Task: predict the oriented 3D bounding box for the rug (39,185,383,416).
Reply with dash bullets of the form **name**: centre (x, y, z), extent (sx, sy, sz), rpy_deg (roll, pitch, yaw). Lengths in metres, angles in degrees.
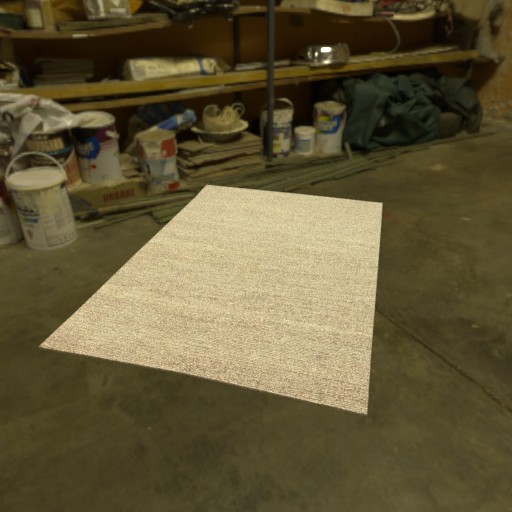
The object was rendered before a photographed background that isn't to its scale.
- **rug**: centre (0.000, 0.000, 3.001), extent (1.609, 0.030, 2.342), rpy_deg (8, 31, 14)
